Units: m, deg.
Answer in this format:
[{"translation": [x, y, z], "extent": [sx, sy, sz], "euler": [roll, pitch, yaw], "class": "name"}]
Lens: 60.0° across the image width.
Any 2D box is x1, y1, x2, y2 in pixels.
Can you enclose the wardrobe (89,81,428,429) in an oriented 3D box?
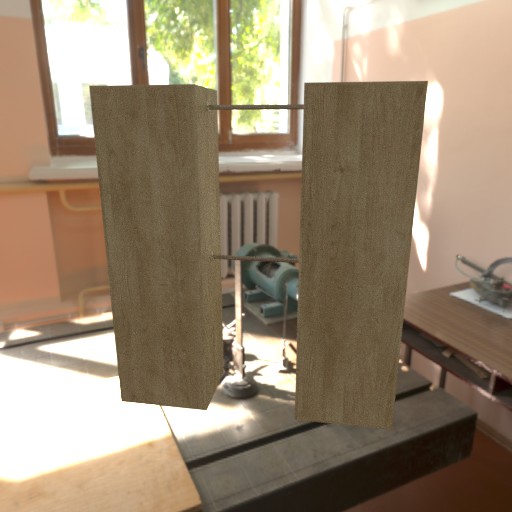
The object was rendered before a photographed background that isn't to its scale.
[{"translation": [0.000, 0.000, 2.800], "extent": [1.770, 2.000, 0.480], "euler": [3, 17, 9], "class": "wardrobe"}]
